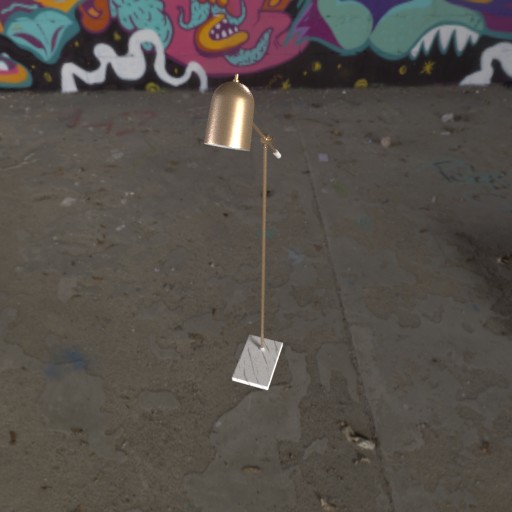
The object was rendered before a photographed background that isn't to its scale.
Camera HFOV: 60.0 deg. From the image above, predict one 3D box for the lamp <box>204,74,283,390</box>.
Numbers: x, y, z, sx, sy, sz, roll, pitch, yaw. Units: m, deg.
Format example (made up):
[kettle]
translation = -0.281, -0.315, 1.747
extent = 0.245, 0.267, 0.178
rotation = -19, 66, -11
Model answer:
[lamp]
translation = 0.000, 0.000, 1.841
extent = 0.194, 1.594, 0.653
rotation = 12, 43, 13
